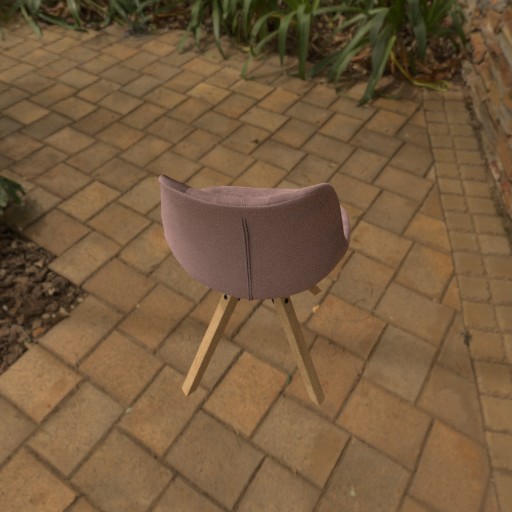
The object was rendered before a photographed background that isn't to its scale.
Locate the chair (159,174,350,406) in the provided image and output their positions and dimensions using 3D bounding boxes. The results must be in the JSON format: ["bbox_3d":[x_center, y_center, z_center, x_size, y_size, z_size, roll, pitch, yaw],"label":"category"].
[{"bbox_3d":[0.000,0.000,1.180,0.485,0.850,0.550,3,47,3],"label":"chair"}]
